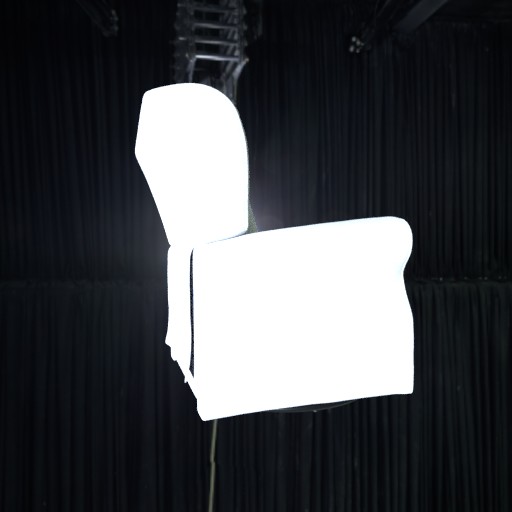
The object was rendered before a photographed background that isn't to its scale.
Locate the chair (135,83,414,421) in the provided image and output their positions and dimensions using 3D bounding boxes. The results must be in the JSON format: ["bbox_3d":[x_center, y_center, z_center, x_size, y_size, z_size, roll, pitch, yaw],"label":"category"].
[{"bbox_3d":[0.000,0.000,1.665,0.854,0.967,0.906,0,1,-17],"label":"chair"}]
